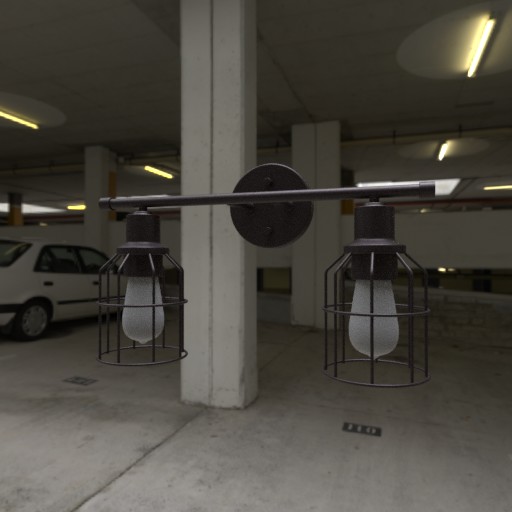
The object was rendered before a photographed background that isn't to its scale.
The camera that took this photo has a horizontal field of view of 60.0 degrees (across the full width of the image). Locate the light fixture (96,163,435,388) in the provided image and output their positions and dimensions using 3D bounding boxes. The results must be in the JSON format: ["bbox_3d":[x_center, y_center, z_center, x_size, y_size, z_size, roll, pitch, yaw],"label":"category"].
[{"bbox_3d":[0.000,0.000,0.547,0.406,0.254,0.165,0,-1,17],"label":"light fixture"}]
